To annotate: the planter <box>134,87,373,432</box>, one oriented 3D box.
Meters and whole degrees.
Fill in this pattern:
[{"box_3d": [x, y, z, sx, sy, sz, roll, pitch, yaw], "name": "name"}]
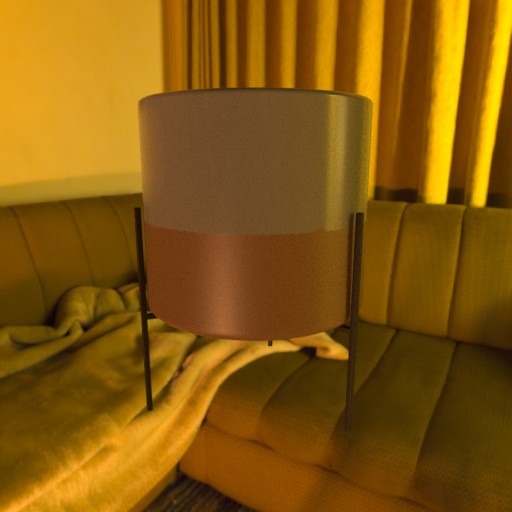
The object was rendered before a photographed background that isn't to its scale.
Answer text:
[{"box_3d": [0.000, 0.000, 0.729, 0.348, 0.480, 0.360, 2, 14, 10], "name": "planter"}]
